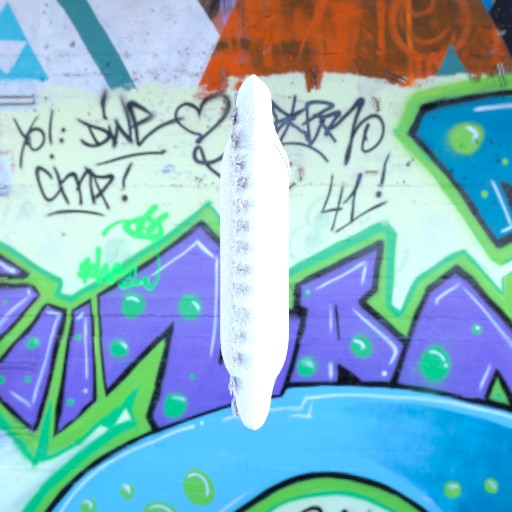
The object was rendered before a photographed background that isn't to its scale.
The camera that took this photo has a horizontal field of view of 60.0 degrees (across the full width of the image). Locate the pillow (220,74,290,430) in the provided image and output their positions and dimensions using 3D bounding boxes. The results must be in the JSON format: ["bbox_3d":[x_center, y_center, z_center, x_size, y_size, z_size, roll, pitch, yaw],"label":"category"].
[{"bbox_3d":[0.000,0.000,0.593,0.084,0.305,0.466,0,0,1],"label":"pillow"}]
